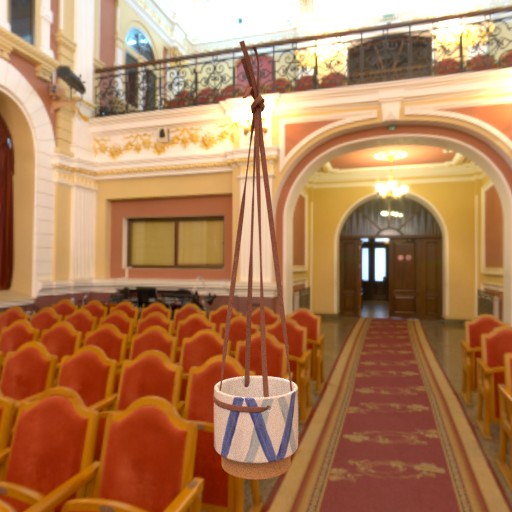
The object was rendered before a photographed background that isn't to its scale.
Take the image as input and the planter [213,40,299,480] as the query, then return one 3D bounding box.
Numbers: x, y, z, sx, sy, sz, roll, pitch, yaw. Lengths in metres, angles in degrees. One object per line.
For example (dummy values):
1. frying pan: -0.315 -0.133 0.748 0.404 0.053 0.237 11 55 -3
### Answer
1. planter: 0.000 0.000 0.813 0.153 0.753 0.157 0 -1 17
